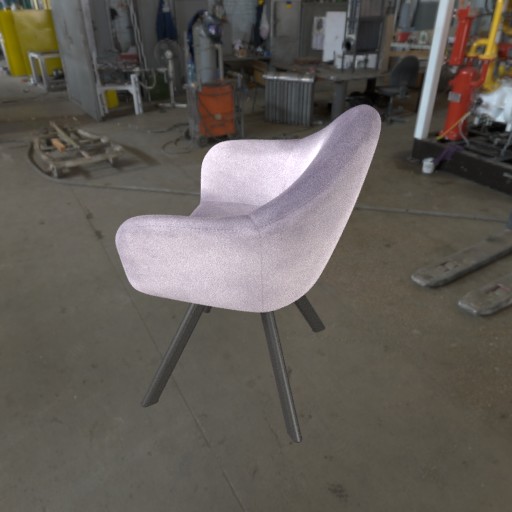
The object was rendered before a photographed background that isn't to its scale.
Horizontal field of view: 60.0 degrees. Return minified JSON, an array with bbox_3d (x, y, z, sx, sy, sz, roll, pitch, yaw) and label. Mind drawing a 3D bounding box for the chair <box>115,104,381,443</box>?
[{"bbox_3d":[0.000,0.000,1.167,0.540,0.780,0.570,8,32,13],"label":"chair"}]
